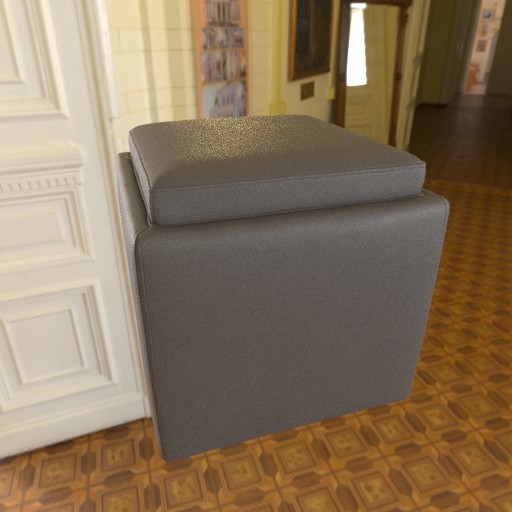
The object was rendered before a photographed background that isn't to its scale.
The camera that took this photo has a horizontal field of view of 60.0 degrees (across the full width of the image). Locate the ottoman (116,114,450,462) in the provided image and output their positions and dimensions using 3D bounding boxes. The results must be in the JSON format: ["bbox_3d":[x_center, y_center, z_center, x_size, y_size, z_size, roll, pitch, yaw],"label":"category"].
[{"bbox_3d":[0.000,0.000,0.813,0.451,0.460,0.450,-8,28,-16],"label":"ottoman"}]
